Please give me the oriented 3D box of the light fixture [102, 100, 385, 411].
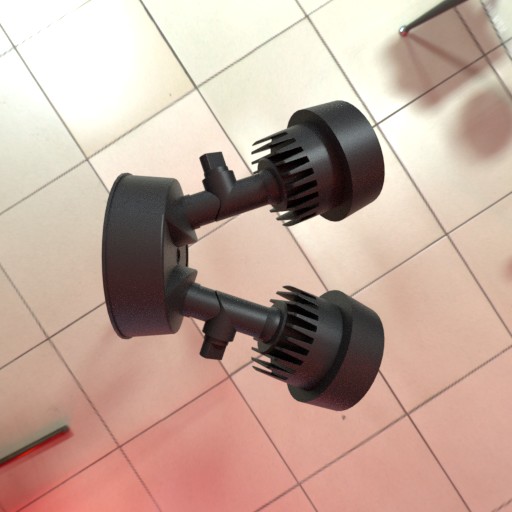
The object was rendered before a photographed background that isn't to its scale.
[{"bbox_3d":[0.000,0.000,0.300,0.168,0.120,0.213,0,90,-1],"label":"light fixture"}]
